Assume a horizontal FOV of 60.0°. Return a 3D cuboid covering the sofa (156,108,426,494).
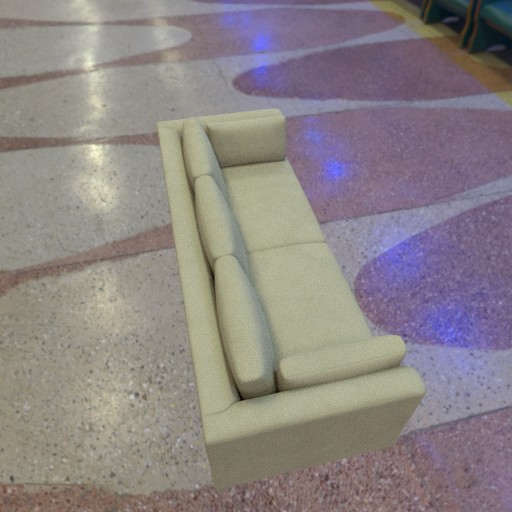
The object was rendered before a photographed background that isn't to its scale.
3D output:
[{"bbox_3d":[0.000,0.000,2.818,0.969,0.867,2.415,-10,48,-9],"label":"sofa"}]
